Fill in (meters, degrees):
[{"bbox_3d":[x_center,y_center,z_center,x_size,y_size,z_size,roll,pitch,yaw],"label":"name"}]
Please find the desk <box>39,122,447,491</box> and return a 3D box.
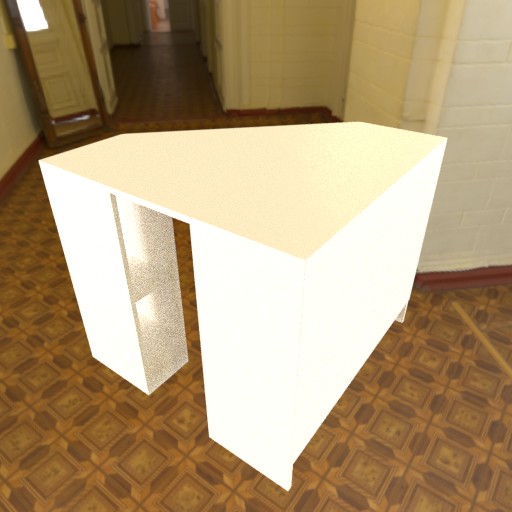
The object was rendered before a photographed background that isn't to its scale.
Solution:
[{"bbox_3d":[0.000,0.000,1.638,0.926,0.818,0.940,22,39,30],"label":"desk"}]
